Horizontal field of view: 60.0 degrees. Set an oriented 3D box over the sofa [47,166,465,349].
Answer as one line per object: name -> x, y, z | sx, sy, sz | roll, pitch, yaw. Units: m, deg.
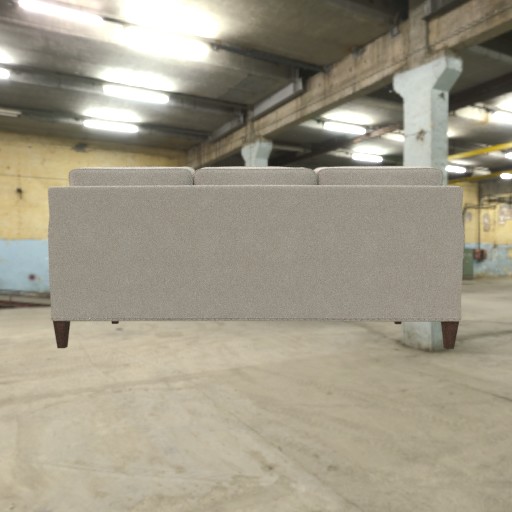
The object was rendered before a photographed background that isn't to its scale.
sofa -> 0.000, 0.000, 2.820 | 2.246, 1.003, 1.084 | 0, 0, 0
